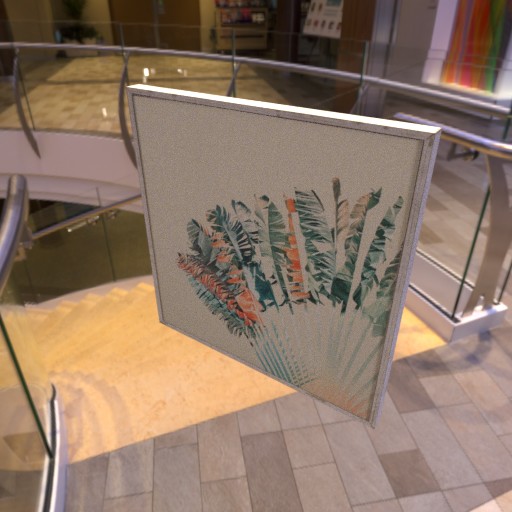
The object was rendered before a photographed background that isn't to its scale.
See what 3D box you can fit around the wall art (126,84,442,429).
[{"bbox_3d":[0.000,0.000,0.761,0.508,0.506,0.029,19,36,29],"label":"wall art"}]
